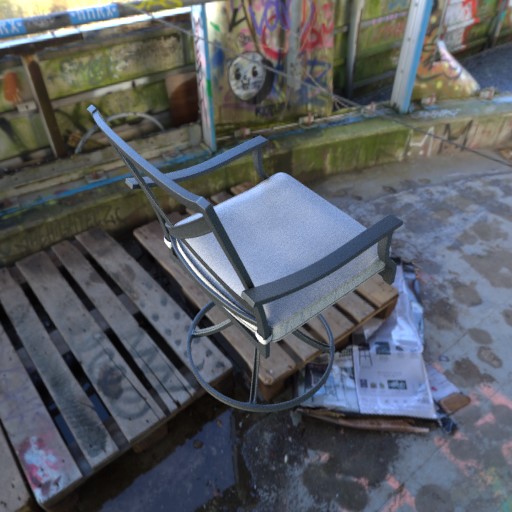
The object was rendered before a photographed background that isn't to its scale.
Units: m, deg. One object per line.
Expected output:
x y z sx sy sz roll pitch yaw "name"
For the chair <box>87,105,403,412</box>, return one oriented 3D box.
0.000 0.000 1.285 0.620 0.889 0.575 -28 49 -27 "chair"
